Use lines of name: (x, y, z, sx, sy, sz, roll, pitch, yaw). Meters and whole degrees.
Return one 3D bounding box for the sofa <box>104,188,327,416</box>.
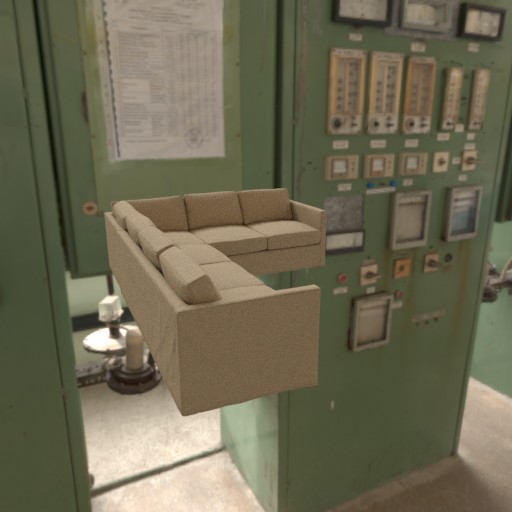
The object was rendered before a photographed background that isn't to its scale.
sofa: (0.000, 0.000, 4.318, 2.432, 0.871, 3.182, -8, 18, -24)
